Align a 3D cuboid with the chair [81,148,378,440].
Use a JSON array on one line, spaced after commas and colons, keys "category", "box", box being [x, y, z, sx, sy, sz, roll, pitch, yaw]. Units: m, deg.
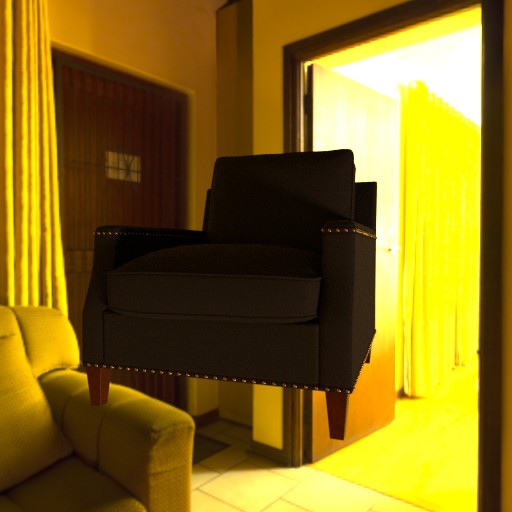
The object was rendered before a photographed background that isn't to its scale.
[{"category": "chair", "box": [0.000, 0.000, 1.709, 0.853, 0.943, 1.014, 0, 1, 19]}]
